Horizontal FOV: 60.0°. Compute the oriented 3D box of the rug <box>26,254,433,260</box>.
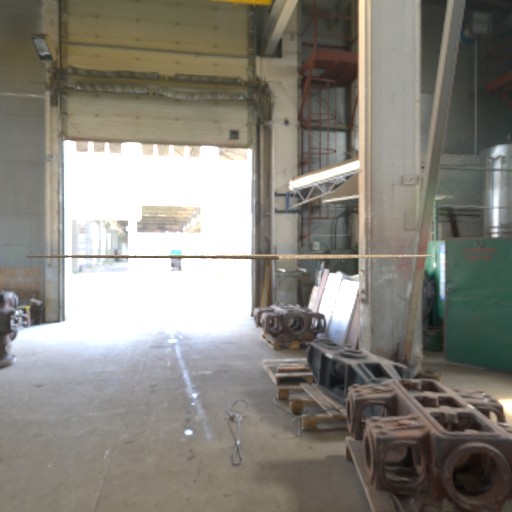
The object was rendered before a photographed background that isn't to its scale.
[{"bbox_3d":[0.000,0.000,4.133,2.420,0.019,3.039,0,0,35],"label":"rug"}]
